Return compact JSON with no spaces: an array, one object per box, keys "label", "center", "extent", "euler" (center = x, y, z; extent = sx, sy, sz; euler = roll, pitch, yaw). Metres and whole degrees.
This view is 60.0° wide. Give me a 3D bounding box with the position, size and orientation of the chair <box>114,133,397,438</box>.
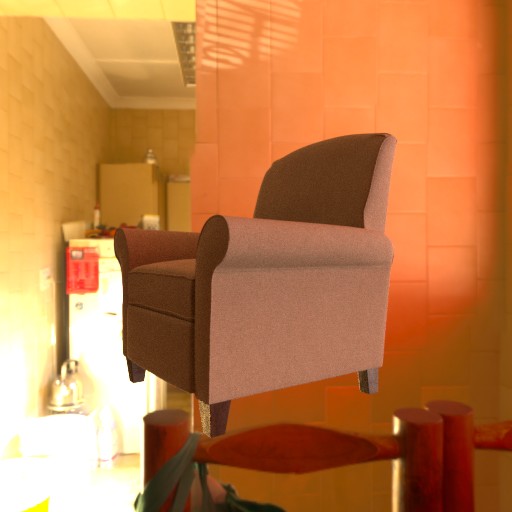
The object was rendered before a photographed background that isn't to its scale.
[{"label":"chair","center":[0.000,0.000,1.822],"extent":[0.905,1.061,0.978],"euler":[0,1,-35]}]
